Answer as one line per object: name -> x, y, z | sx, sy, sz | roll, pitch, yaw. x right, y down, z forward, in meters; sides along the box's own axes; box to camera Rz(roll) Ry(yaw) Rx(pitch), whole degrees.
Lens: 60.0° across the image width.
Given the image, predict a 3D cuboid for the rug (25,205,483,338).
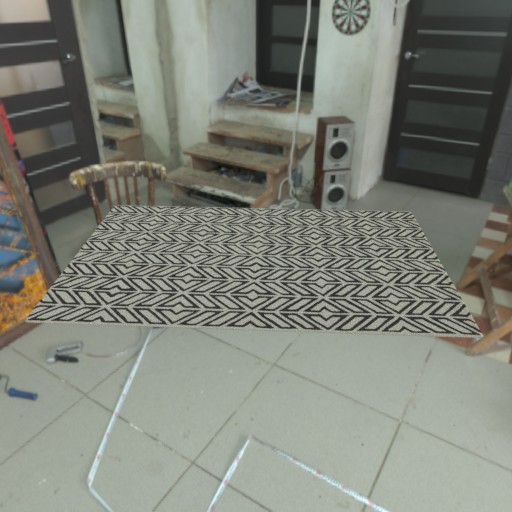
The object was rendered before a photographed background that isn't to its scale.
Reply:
rug -> 0.000, 0.000, 2.994 | 2.438, 0.008, 1.523 | 2, 31, 3
